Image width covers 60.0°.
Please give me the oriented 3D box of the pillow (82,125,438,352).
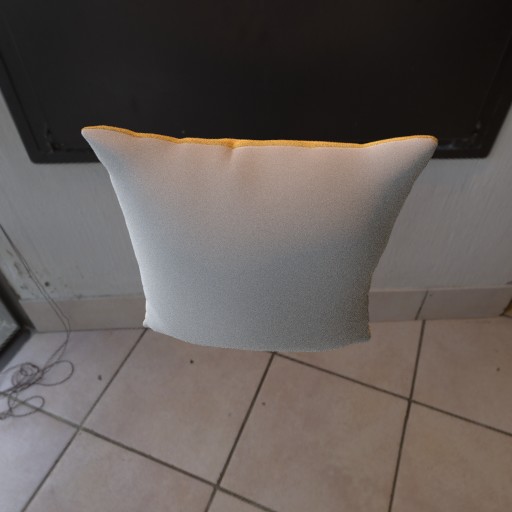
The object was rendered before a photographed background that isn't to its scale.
[{"bbox_3d":[0.000,0.000,0.715,0.450,0.450,0.211,3,47,2],"label":"pillow"}]
